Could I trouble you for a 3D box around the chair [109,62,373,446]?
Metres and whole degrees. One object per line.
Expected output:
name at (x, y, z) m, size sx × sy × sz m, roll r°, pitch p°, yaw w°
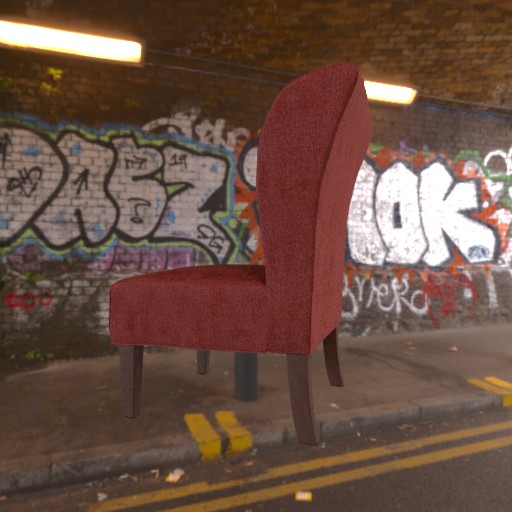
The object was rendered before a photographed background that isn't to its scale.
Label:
chair at (0.000, 0.000, 1.281) m, size 0.640 × 0.846 × 0.538 m, roll 0°, pitch 0°, yaw 19°
